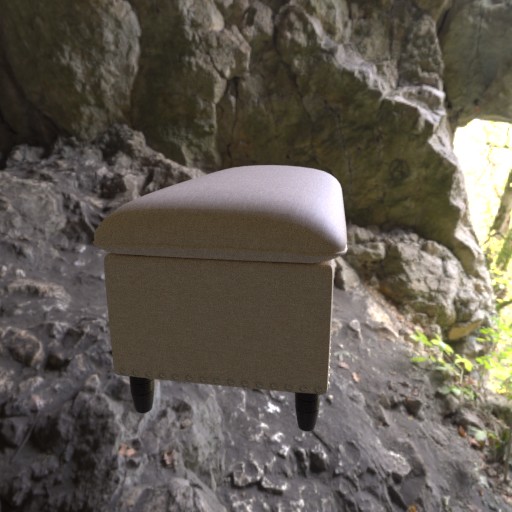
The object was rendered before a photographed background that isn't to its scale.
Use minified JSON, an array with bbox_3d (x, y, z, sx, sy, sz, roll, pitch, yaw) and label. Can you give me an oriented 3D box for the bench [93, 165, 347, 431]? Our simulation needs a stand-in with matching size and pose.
[{"bbox_3d":[0.000,0.000,1.279,0.483,0.483,0.991,3,16,9],"label":"bench"}]
